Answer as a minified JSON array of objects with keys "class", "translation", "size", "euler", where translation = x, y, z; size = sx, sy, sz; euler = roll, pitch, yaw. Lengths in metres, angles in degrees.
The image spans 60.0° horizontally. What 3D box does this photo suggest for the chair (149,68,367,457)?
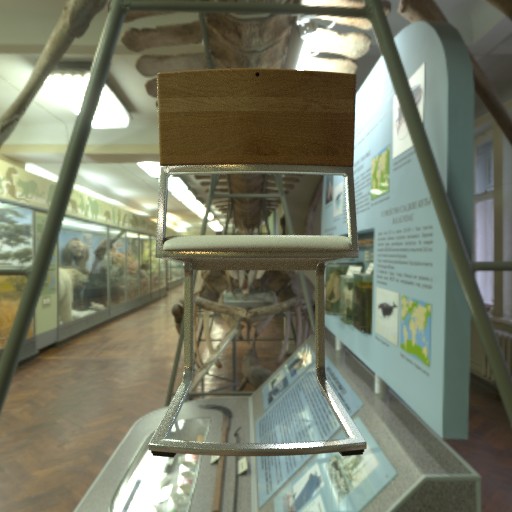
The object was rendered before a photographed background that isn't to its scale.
[{"class":"chair","translation":[0.000,0.000,1.198],"size":[0.467,0.844,0.585],"euler":[0,0,-1]}]
